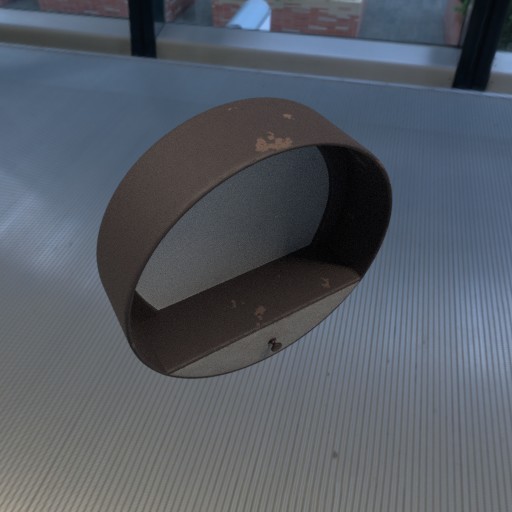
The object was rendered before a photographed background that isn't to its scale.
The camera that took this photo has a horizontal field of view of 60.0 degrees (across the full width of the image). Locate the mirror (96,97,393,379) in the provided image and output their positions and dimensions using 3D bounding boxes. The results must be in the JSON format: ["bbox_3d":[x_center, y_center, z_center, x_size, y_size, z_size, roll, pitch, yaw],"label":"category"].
[{"bbox_3d":[0.000,0.000,0.594,0.386,0.386,0.126,-23,51,-20],"label":"mirror"}]
